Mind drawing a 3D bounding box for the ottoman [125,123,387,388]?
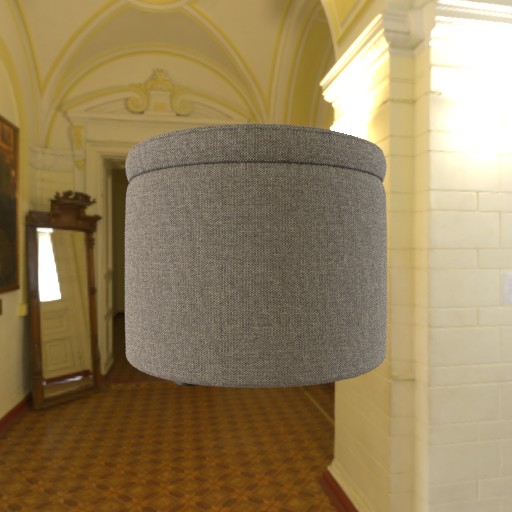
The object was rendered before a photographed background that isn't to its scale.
[{"bbox_3d":[0.000,0.000,0.916,0.520,0.430,0.520,0,0,0],"label":"ottoman"}]
